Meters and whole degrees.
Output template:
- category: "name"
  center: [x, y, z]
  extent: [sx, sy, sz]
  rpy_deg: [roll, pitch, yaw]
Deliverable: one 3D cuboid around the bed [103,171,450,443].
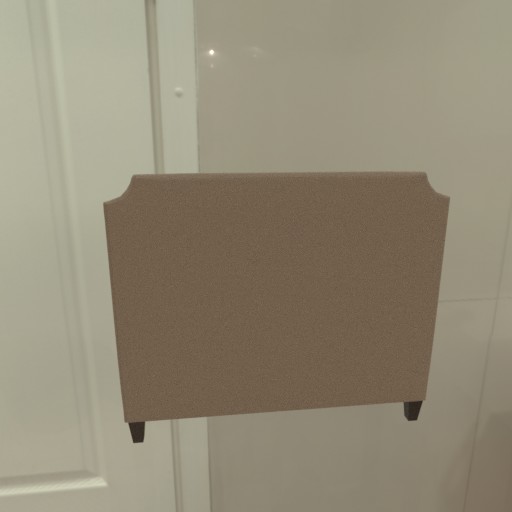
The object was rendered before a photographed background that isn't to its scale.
- category: "bed"
  center: [0.000, 0.000, 3.396]
  extent: [1.713, 1.443, 2.372]
  rpy_deg: [-2, 15, -7]
